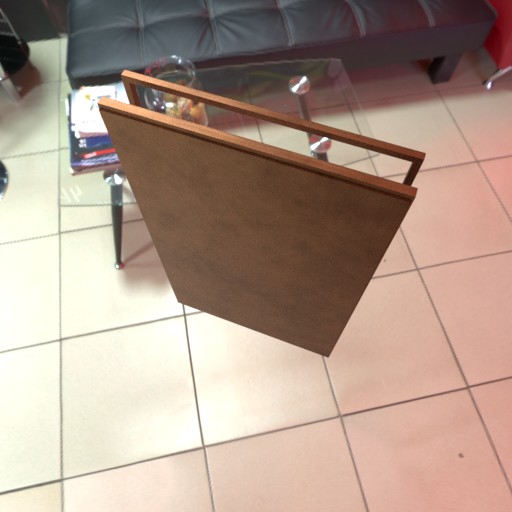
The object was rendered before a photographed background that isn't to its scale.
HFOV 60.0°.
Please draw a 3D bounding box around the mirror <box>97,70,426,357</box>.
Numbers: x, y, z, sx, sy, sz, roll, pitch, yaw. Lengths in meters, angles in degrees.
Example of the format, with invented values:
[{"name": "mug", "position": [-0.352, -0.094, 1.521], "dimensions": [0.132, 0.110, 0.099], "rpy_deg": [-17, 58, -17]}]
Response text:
[{"name": "mirror", "position": [0.000, 0.000, 0.961], "dimensions": [0.468, 0.768, 0.082], "rpy_deg": [19, 64, 10]}]
